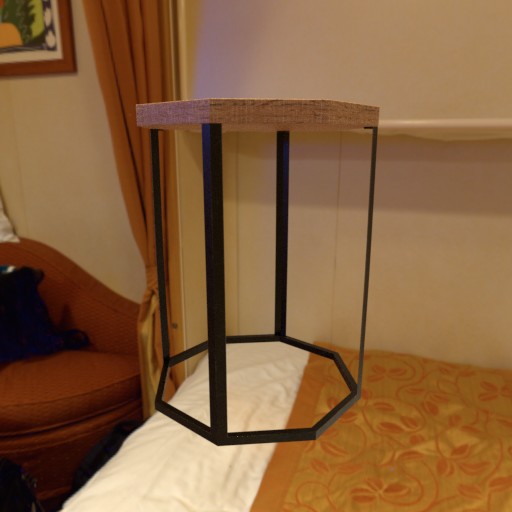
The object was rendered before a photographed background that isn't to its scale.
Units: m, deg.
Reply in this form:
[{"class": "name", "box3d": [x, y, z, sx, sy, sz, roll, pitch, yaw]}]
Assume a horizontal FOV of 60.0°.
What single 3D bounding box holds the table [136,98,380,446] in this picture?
[{"class": "table", "box3d": [0.000, 0.000, 0.879, 0.437, 0.553, 0.437, -7, 16, -27]}]
